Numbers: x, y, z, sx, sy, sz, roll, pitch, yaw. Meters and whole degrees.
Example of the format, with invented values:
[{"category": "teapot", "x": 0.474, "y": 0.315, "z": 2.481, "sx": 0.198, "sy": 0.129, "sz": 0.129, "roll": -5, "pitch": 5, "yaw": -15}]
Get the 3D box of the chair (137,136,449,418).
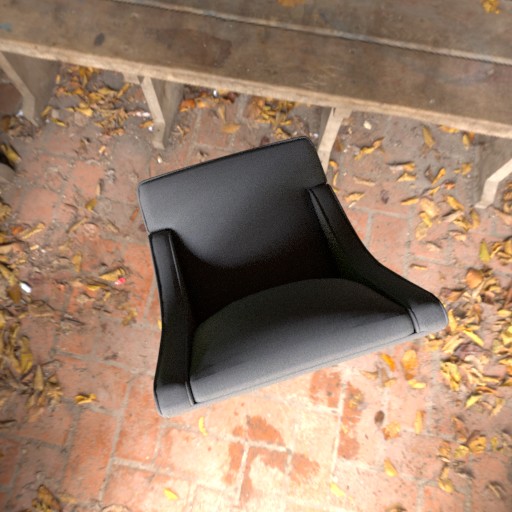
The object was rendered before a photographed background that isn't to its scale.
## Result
[{"category": "chair", "x": 0.000, "y": 0.000, "z": 1.385, "sx": 0.631, "sy": 0.867, "sz": 0.747, "roll": -17, "pitch": 76, "yaw": -4}]
